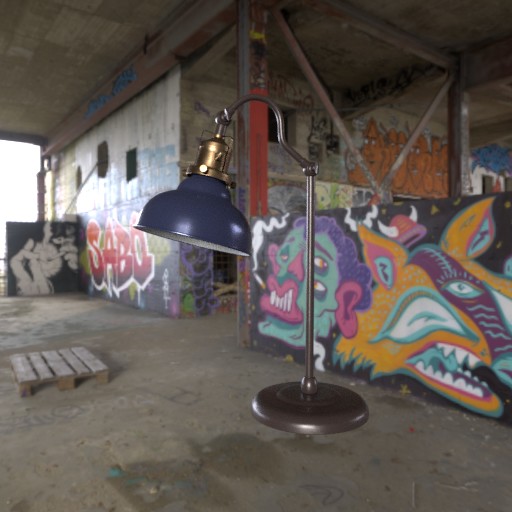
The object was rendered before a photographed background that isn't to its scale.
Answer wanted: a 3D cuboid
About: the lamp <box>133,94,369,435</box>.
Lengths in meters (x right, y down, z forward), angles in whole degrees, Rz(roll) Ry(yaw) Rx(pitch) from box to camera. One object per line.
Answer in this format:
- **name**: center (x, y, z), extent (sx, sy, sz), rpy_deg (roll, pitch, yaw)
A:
- **lamp**: center (0.000, 0.000, 0.698), extent (0.374, 0.508, 0.192), rpy_deg (0, 1, -17)
